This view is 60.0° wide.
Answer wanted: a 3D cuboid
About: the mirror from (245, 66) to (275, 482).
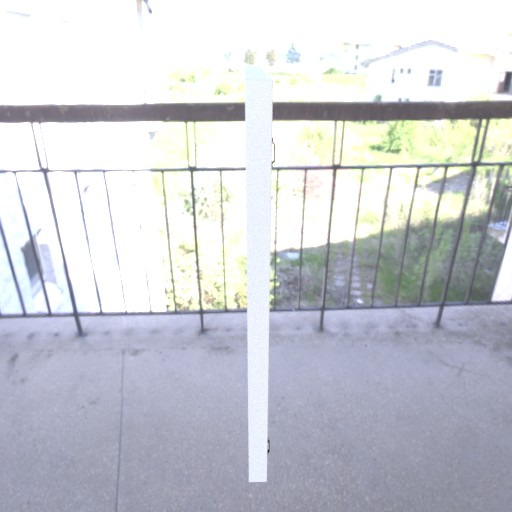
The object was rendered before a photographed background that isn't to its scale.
[{"bbox_3d":[0.000,0.000,0.921,0.039,0.710,0.507,-1,25,-1],"label":"mirror"}]
